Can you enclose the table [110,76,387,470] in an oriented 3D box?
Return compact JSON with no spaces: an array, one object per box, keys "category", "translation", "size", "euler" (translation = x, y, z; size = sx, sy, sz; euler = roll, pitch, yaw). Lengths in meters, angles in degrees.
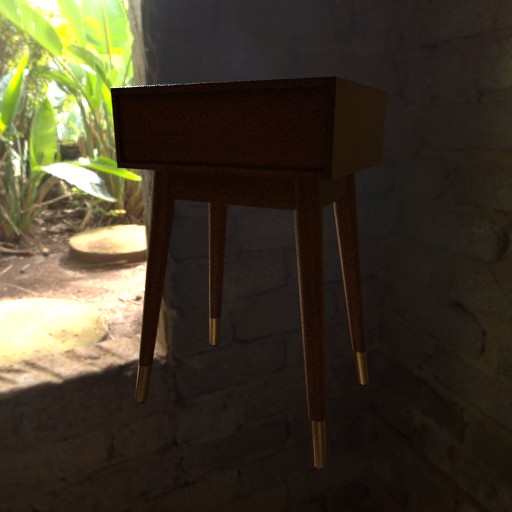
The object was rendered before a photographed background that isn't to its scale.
[{"category":"table","translation":[0.000,0.000,0.849],"size":[0.406,0.599,0.300],"euler":[8,18,27]}]
